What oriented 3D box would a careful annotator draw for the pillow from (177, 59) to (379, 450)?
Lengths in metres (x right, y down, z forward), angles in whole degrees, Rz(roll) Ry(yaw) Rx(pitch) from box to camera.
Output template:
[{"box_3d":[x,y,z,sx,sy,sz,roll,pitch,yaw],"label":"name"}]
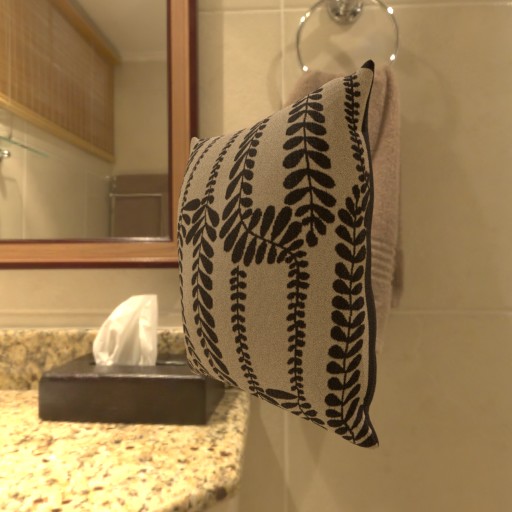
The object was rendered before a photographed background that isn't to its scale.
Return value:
[{"box_3d":[0.000,0.000,0.657,0.182,0.441,0.440,0,0,-35],"label":"pillow"}]
